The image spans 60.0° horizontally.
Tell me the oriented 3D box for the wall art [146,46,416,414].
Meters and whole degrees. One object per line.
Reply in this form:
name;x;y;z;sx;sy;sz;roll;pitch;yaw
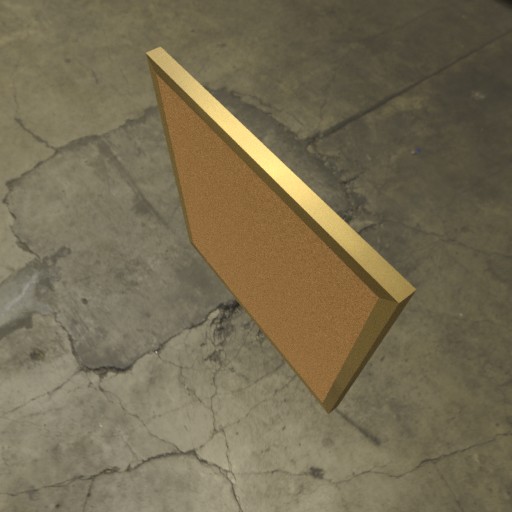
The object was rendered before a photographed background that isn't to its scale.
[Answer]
wall art;0.000;0.000;1.152;0.038;0.762;0.762;-33;64;-18
